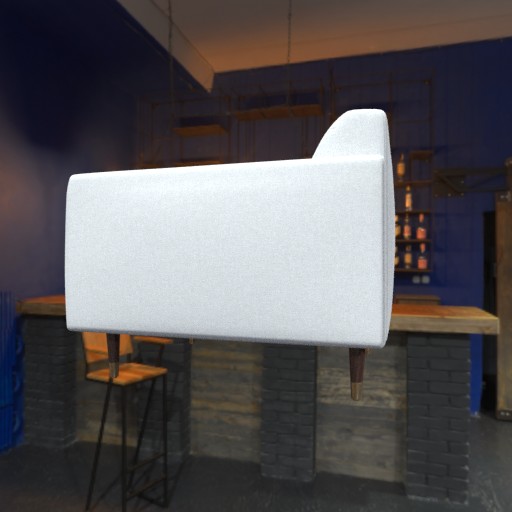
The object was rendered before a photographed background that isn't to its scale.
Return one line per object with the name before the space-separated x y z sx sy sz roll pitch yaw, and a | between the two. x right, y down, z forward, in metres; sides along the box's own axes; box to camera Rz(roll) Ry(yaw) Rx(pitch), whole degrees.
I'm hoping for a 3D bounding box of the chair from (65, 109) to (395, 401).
chair | 0.000 0.000 1.666 0.998 0.819 0.953 0 0 17
